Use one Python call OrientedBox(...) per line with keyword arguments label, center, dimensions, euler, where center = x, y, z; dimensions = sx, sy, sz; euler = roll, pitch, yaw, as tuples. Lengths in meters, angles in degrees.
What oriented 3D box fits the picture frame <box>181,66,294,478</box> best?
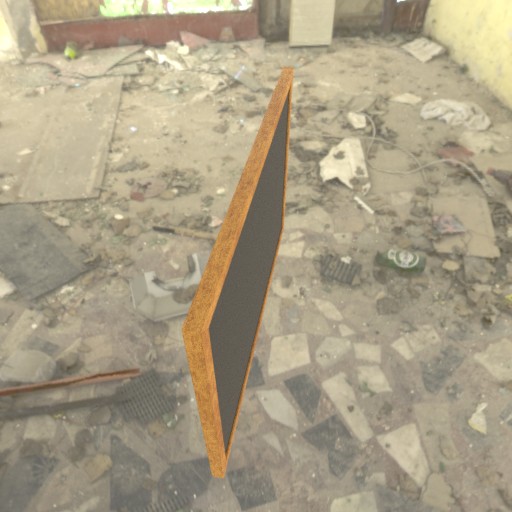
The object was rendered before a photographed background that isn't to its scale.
OrientedBox(label="picture frame", center=(0.000, 0.000, 1.173), dimensions=(0.029, 0.621, 0.922), euler=(8, 47, 8))
